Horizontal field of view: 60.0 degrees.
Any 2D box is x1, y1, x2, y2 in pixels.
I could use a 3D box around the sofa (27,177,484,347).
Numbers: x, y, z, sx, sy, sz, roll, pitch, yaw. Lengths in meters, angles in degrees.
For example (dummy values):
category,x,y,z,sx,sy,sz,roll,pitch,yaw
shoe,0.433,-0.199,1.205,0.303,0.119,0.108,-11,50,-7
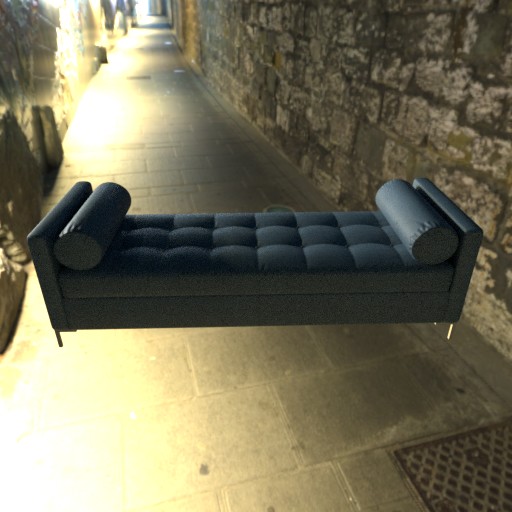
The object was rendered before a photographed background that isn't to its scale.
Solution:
category,x,y,z,sx,sy,sz,roll,pitch,yaw
sofa,0.000,0.000,2.345,1.981,0.635,0.686,-1,30,-2
